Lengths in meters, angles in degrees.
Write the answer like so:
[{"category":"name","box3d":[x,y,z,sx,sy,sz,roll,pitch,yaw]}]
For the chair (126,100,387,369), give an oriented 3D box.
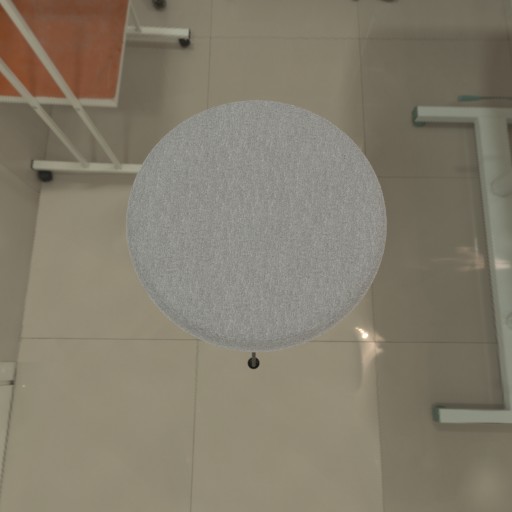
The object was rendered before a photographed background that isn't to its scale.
[{"category":"chair","box3d":[0.000,0.000,0.697,0.350,0.440,0.350,0,76,0]}]
